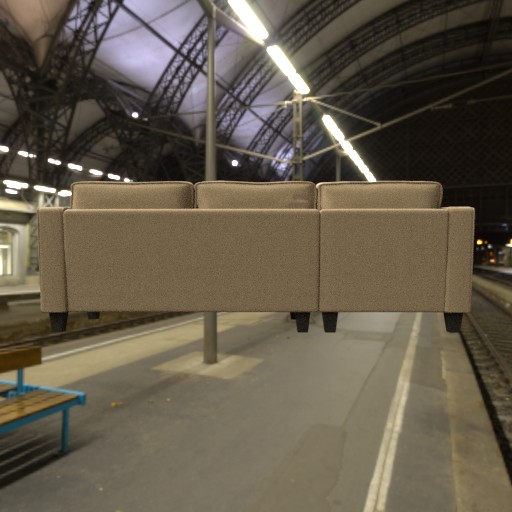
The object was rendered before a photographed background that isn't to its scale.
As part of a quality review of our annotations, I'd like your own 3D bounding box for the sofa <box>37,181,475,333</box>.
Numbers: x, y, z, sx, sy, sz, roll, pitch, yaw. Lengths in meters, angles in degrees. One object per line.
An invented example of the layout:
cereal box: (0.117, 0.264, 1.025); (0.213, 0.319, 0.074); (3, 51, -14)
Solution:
sofa: (0.000, 0.000, 3.217); (2.561, 0.928, 1.294); (0, 0, 0)
